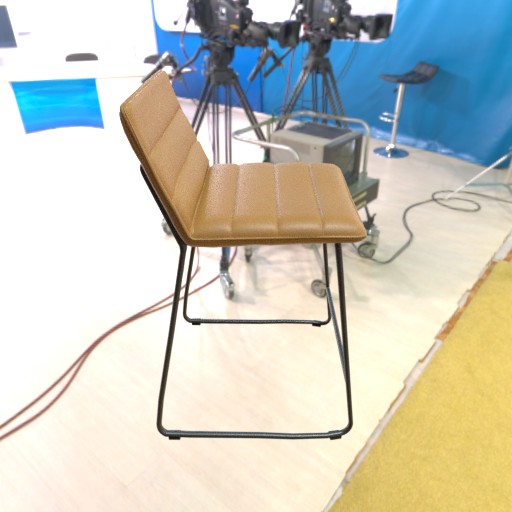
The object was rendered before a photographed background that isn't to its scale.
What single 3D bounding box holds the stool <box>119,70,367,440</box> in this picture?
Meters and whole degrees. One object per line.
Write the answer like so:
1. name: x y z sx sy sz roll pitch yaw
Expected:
1. stool: 0.000 0.000 1.167 0.524 0.866 0.489 0 32 1
